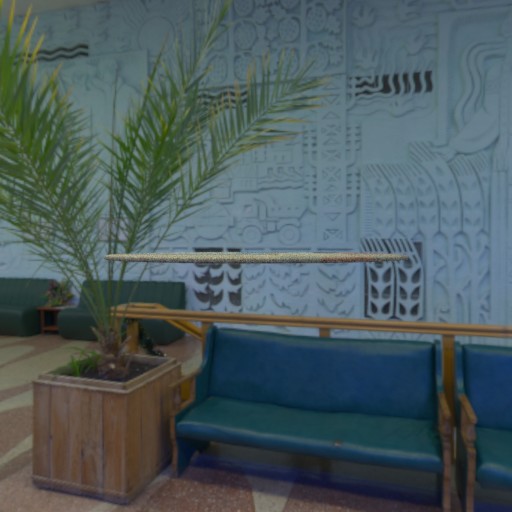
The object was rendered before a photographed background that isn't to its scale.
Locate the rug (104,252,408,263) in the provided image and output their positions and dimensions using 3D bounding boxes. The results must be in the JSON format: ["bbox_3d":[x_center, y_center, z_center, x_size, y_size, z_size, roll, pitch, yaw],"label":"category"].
[{"bbox_3d":[0.000,0.000,3.791,2.461,0.033,2.461,0,1,0],"label":"rug"}]
